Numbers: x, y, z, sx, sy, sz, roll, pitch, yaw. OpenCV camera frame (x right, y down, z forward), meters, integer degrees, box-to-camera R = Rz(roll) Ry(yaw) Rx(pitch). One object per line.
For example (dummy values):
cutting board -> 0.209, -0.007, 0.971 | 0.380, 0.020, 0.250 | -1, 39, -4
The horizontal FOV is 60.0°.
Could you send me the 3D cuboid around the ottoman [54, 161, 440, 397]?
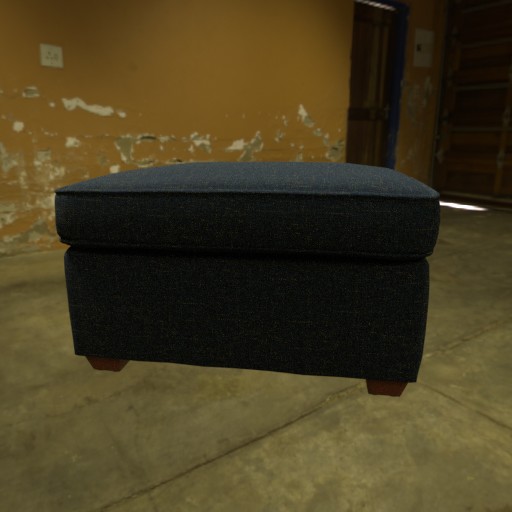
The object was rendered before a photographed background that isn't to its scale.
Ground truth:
ottoman -> 0.000, 0.000, 1.091 | 0.749, 0.450, 0.549 | 2, 15, 9
